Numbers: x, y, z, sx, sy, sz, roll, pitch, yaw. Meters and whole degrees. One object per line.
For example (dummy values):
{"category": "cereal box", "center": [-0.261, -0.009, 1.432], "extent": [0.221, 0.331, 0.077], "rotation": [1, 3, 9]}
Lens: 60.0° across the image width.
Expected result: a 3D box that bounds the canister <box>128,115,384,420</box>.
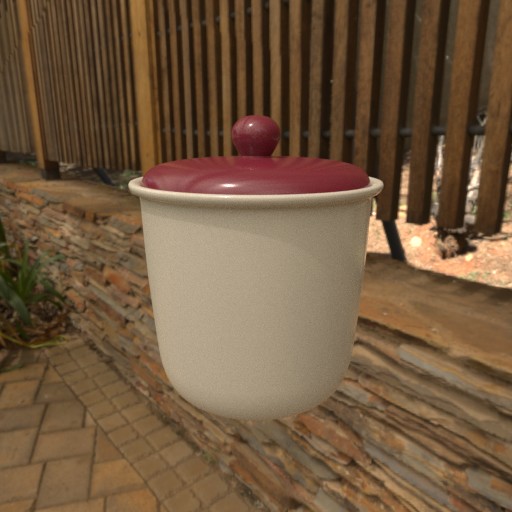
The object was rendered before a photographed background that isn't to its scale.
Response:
{"category": "canister", "center": [0.000, 0.000, 0.343], "extent": [0.182, 0.208, 0.182], "rotation": [0, 16, 0]}
